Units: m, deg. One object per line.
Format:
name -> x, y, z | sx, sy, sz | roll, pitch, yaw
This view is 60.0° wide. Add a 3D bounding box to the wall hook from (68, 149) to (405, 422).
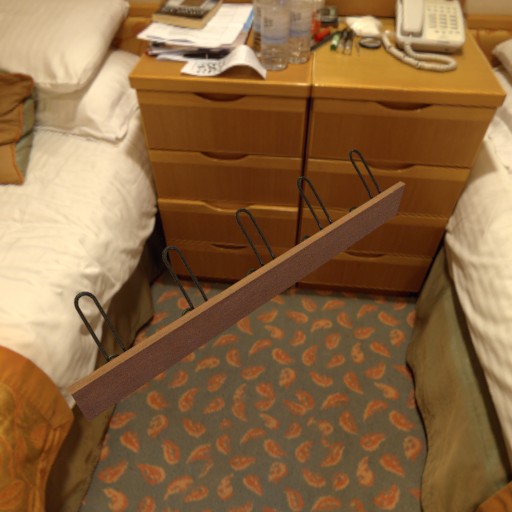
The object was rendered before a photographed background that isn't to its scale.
wall hook -> 0.000, 0.000, 0.602 | 0.554, 0.116, 0.076 | -31, 53, -27
